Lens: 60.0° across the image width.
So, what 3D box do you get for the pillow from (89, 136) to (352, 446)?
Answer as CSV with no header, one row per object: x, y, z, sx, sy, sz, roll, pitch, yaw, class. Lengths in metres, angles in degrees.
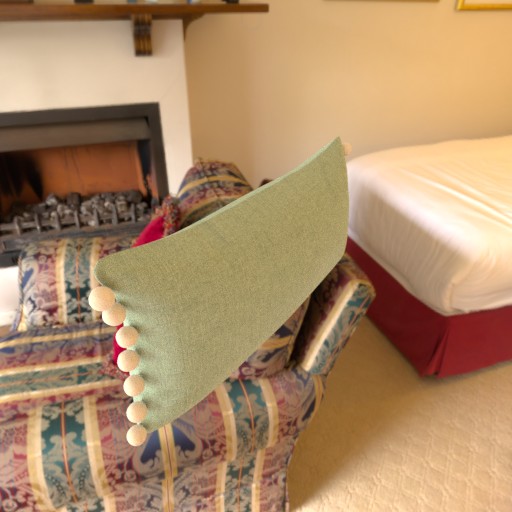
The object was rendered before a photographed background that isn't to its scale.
0.000,0.000,0.823,0.201,0.322,0.709,20,37,29,pillow
